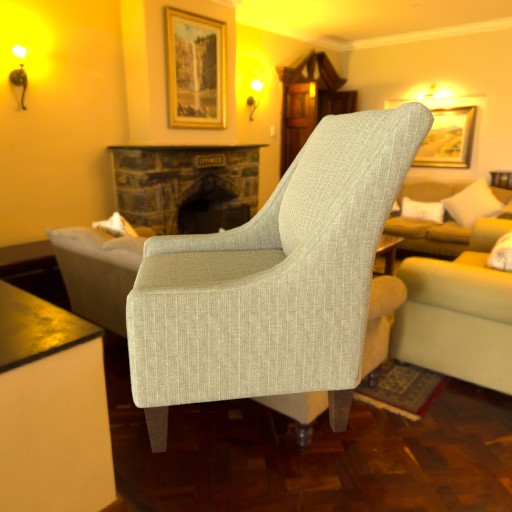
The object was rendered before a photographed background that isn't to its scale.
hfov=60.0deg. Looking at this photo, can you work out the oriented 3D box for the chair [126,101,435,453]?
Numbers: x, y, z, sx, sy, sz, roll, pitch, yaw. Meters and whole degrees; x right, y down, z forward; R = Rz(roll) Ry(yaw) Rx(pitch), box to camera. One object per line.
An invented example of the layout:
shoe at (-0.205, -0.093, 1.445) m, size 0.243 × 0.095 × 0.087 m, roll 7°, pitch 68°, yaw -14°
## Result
chair at (0.000, 0.000, 1.602) m, size 0.870 × 1.014 × 0.774 m, roll -2°, pitch 15°, yaw -9°
